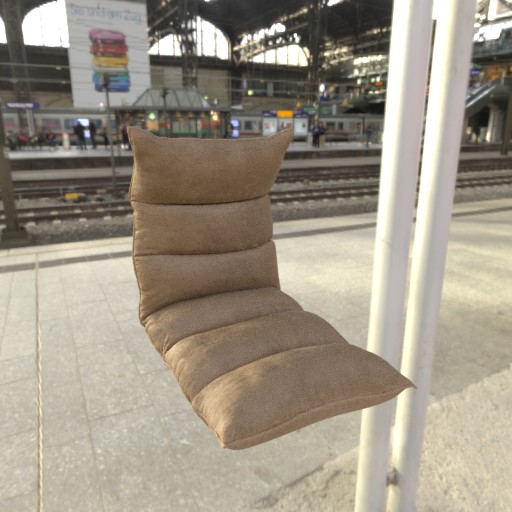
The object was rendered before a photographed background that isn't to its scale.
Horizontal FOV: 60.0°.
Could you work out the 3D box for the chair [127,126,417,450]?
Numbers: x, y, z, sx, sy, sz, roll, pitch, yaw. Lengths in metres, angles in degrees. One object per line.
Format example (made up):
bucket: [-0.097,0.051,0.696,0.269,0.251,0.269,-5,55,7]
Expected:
chair: [0.000,0.000,1.584,0.714,0.892,0.985,-8,18,-27]
